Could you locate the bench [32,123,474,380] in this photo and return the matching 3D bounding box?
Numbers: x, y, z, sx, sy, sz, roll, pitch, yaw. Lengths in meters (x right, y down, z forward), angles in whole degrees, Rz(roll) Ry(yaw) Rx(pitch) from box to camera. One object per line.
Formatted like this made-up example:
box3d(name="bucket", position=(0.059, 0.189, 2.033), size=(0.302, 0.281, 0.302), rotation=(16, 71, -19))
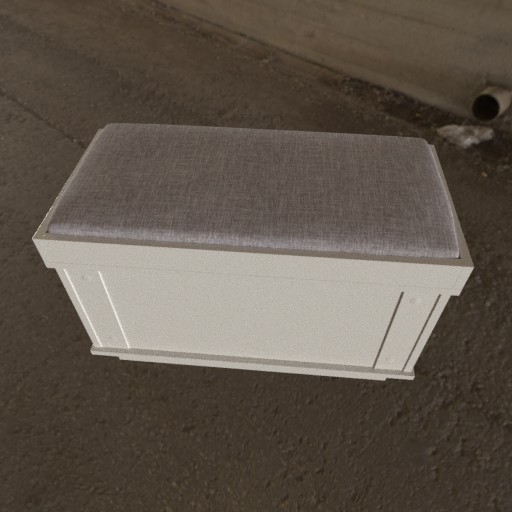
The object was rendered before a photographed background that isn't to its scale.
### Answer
box3d(name="bench", position=(0.000, 0.000, 1.003), size=(0.734, 0.461, 0.362), rotation=(4, 47, 3))
